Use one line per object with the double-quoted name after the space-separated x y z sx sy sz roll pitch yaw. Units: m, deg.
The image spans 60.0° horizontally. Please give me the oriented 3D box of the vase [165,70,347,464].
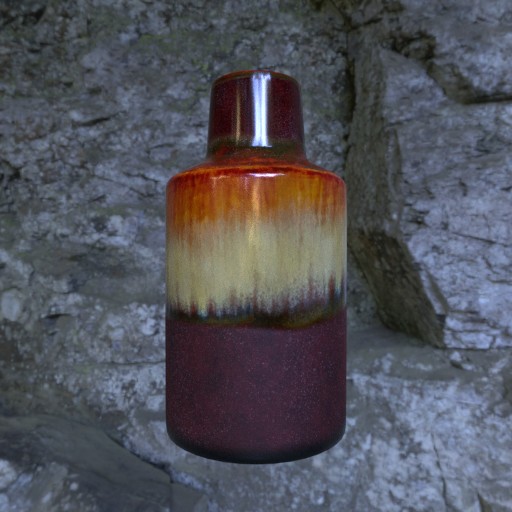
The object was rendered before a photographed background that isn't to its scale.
0.000 0.000 0.268 0.108 0.204 0.108 0 1 0 "vase"
